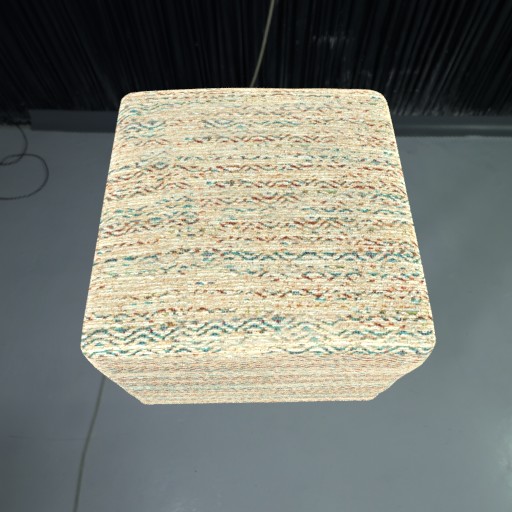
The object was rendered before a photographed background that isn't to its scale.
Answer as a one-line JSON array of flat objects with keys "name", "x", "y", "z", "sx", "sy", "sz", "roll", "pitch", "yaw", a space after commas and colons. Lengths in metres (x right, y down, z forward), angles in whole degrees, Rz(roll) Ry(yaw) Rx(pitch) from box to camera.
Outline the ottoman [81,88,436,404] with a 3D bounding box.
[{"name": "ottoman", "x": 0.000, "y": 0.000, "z": 0.897, "sx": 0.512, "sy": 0.453, "sz": 0.521, "roll": -1, "pitch": 63, "yaw": 0}]
